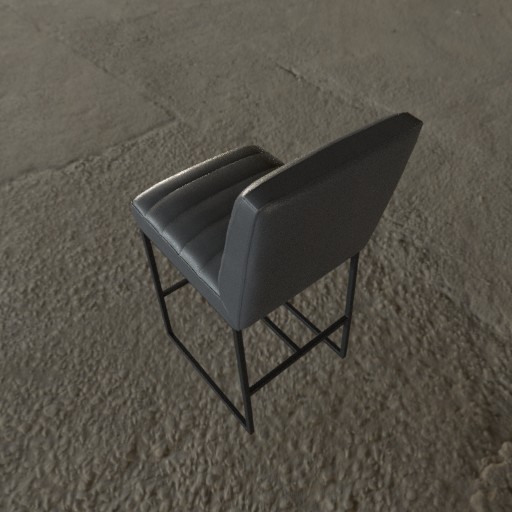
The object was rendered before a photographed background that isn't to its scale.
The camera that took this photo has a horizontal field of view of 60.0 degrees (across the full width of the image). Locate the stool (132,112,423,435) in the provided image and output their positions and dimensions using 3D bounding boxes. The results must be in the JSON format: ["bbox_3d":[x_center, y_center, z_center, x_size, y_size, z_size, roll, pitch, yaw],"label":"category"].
[{"bbox_3d":[0.000,0.000,1.262,0.457,0.938,0.552,-31,53,-27],"label":"stool"}]
